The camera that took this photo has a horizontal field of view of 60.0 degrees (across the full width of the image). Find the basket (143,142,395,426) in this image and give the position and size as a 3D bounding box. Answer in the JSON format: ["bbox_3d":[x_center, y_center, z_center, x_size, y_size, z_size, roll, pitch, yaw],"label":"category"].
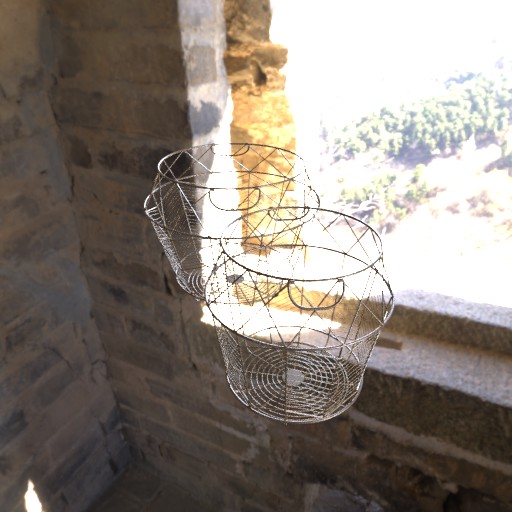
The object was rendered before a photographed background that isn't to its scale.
[{"bbox_3d":[0.000,0.000,1.031,0.451,0.343,0.805,-10,31,-17],"label":"basket"}]
